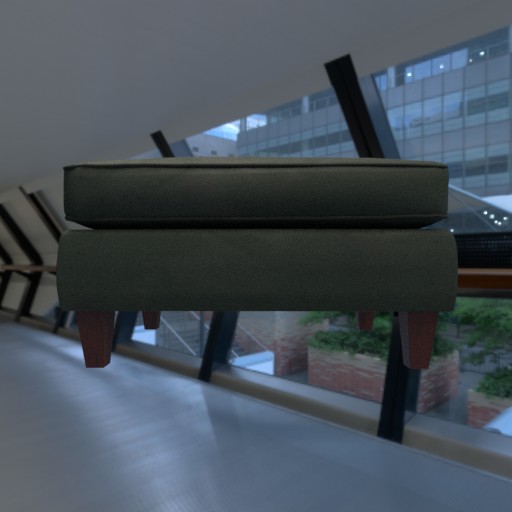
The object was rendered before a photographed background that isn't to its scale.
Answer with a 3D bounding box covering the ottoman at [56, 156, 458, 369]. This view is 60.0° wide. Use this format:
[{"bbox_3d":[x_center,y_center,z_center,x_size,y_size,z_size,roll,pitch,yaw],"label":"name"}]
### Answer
[{"bbox_3d":[0.000,0.000,1.250,0.864,0.495,0.632,0,0,1],"label":"ottoman"}]
